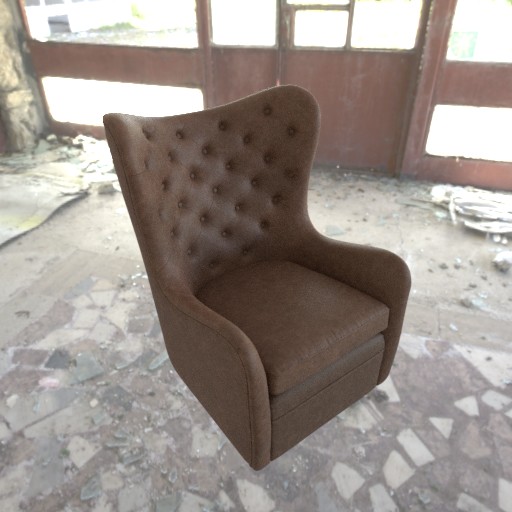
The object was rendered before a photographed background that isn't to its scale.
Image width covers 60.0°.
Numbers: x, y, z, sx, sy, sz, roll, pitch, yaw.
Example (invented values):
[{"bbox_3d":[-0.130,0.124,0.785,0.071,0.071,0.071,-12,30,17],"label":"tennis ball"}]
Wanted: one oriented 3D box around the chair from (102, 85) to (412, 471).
[{"bbox_3d":[0.000,0.000,1.697,0.831,1.079,0.930,-22,38,-31],"label":"chair"}]
